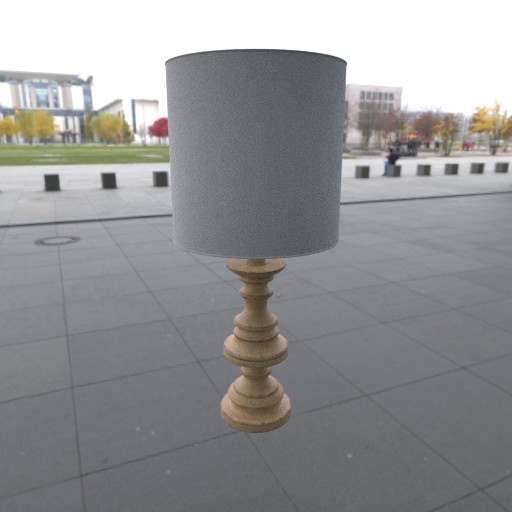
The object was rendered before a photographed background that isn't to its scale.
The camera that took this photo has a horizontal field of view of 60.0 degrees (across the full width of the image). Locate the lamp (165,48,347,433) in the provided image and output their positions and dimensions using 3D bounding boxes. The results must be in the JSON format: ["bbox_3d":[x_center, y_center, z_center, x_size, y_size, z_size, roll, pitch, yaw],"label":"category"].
[{"bbox_3d":[0.000,0.000,0.573,0.208,0.455,0.208,-2,15,-9],"label":"lamp"}]
